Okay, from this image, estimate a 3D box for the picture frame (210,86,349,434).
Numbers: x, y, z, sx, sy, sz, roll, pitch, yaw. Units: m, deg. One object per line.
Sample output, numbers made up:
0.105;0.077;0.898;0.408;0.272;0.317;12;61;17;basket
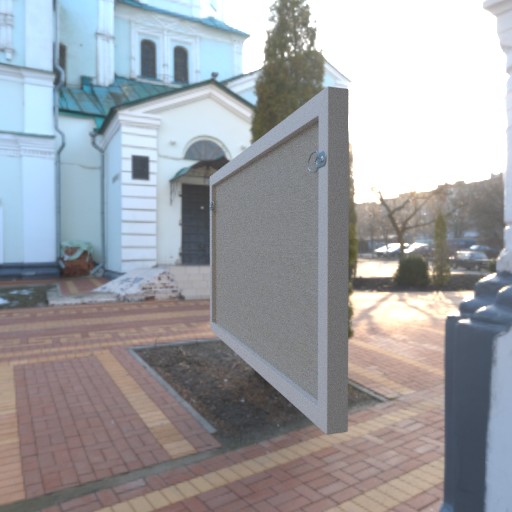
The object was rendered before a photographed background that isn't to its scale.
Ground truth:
0.000;0.000;0.794;0.044;0.379;0.647;0;1;-17;picture frame
